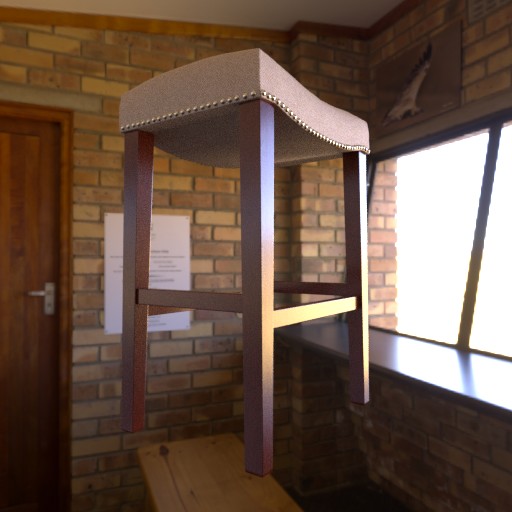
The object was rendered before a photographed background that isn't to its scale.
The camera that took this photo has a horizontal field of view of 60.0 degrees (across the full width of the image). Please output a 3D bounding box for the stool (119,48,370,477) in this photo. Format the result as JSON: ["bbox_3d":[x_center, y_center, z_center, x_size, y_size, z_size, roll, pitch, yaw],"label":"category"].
[{"bbox_3d":[0.000,0.000,1.035,0.372,0.742,0.504,0,-1,35],"label":"stool"}]
